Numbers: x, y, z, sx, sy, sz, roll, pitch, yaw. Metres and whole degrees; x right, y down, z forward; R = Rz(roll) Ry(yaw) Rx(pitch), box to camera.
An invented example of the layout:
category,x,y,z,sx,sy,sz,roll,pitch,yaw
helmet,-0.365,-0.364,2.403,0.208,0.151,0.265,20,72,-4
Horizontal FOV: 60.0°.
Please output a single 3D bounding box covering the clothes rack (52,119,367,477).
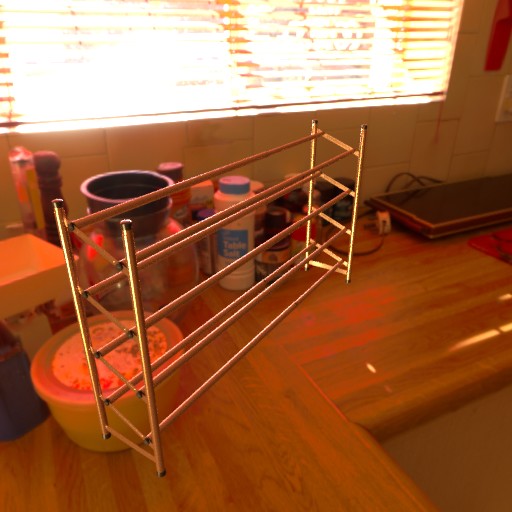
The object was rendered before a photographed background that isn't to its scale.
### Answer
category,x,y,z,sx,sy,sz,roll,pitch,yaw
clothes rack,0.000,0.000,1.424,0.229,0.672,1.168,17,31,30
